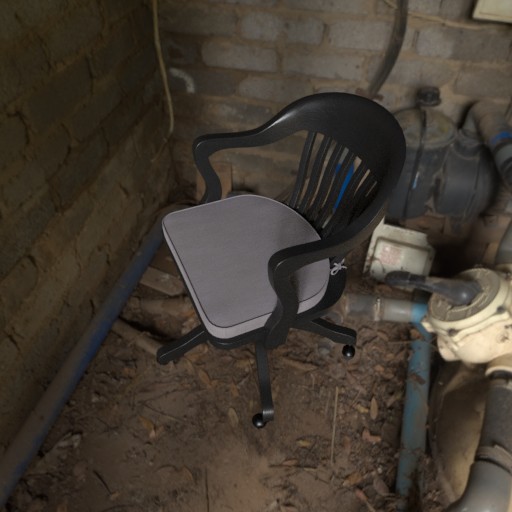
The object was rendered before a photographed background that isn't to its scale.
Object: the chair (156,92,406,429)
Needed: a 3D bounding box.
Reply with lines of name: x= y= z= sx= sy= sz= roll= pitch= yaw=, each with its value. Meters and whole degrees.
chair: x=0.000 y=0.000 z=1.449 sx=0.788 sy=0.878 sz=0.750 roll=-18 pitch=48 yaw=-17
